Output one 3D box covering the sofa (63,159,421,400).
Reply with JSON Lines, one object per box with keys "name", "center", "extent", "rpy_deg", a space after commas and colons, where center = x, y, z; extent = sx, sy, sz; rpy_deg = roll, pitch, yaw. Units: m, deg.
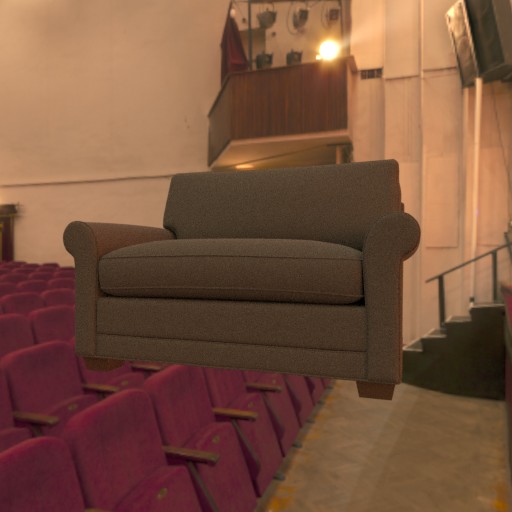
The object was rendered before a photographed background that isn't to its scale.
{"name": "sofa", "center": [0.000, 0.000, 2.041], "extent": [1.410, 0.953, 0.940], "rpy_deg": [0, 0, 19]}
